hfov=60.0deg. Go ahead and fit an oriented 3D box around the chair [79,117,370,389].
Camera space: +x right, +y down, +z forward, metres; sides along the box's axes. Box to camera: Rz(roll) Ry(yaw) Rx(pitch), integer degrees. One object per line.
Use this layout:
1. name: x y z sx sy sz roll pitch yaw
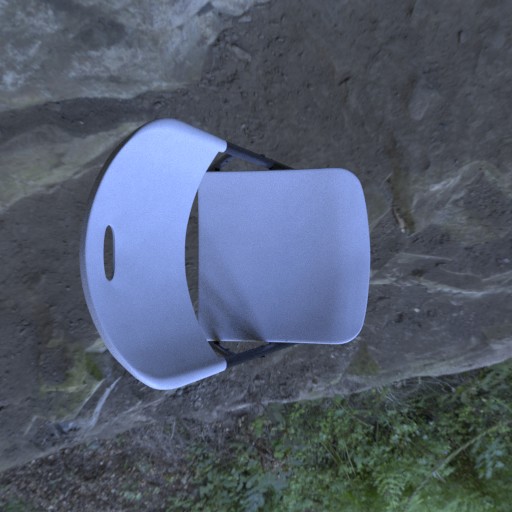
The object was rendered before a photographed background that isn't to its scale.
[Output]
1. chair: 0.000 0.000 1.124 0.566 0.810 0.494 0 89 2
